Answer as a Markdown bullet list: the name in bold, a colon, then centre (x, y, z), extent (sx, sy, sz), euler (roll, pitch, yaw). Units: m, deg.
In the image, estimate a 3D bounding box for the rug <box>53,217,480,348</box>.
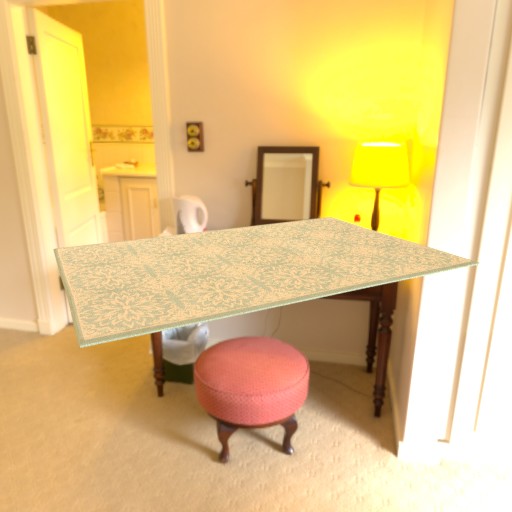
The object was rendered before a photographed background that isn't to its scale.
- **rug**: centre (0.000, 0.000, 3.400), extent (2.746, 0.018, 1.819), euler (-8, 19, -26)
